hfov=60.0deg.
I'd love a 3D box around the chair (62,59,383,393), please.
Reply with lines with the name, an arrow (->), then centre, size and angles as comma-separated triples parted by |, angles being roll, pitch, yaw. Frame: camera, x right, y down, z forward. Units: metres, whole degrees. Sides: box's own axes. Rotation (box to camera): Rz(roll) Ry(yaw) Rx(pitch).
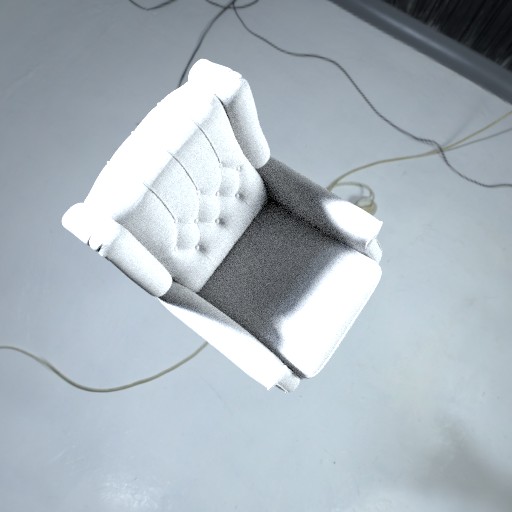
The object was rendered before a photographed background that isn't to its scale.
chair -> 0.000, 0.000, 1.678 | 0.902, 1.035, 0.742 | 35, 78, 8
